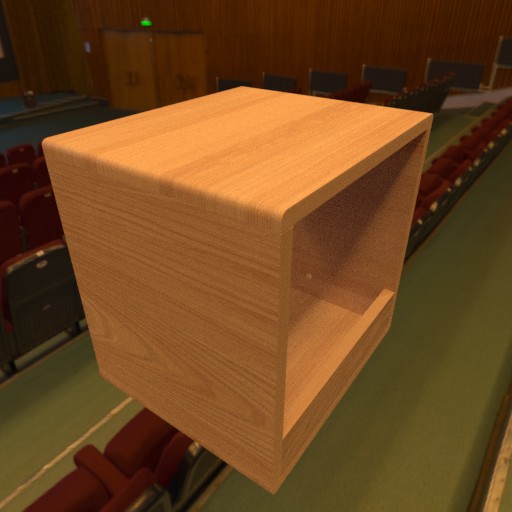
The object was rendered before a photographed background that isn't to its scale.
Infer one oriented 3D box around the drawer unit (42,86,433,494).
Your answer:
[{"bbox_3d":[0.000,0.000,0.585,0.290,0.344,0.344,21,37,30],"label":"drawer unit"}]
